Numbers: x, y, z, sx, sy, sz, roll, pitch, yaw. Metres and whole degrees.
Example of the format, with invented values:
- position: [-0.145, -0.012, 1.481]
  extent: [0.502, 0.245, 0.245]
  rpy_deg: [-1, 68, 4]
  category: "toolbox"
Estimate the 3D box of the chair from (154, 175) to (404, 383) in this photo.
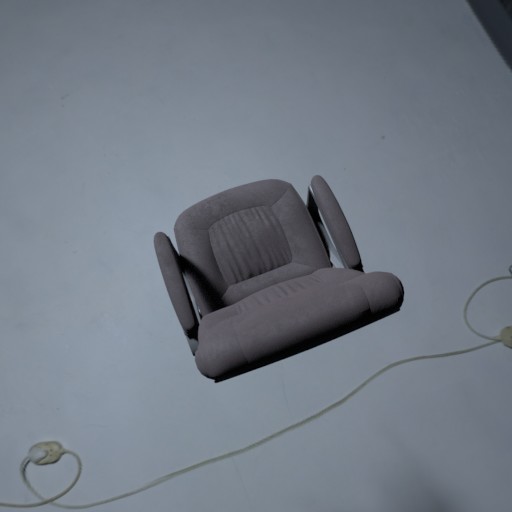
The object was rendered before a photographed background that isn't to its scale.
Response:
- position: [0.000, 0.000, 1.570]
  extent: [0.667, 1.105, 0.724]
  rpy_deg: [-20, 77, -5]
  category: "chair"
